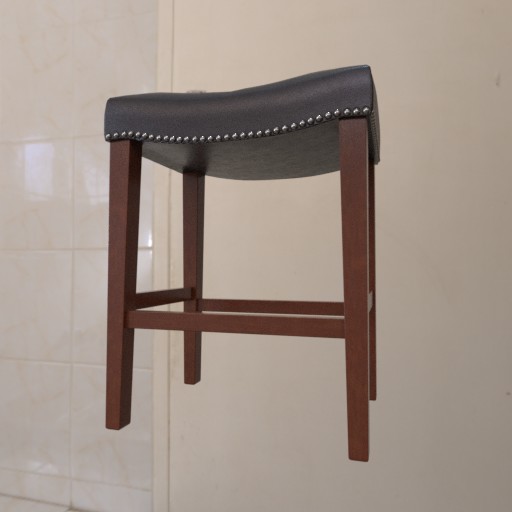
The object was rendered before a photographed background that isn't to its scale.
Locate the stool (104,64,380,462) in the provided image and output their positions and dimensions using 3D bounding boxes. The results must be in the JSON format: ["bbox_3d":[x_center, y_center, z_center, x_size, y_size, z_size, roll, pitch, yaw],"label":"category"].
[{"bbox_3d":[0.000,0.000,0.939,0.504,0.654,0.372,0,-1,17],"label":"stool"}]
